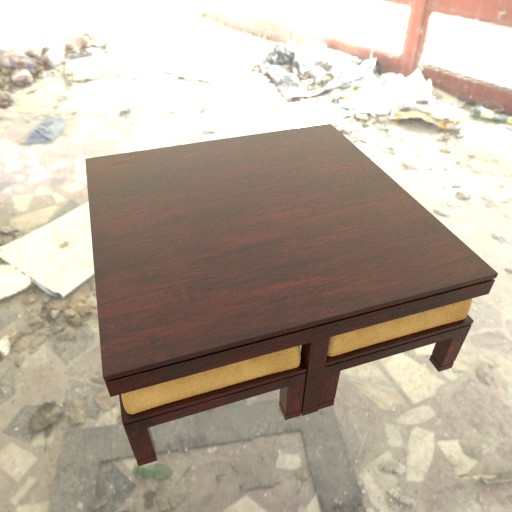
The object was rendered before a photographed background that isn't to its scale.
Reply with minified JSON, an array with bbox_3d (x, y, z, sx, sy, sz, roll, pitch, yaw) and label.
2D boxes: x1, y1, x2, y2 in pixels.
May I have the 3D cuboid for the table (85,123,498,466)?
[{"bbox_3d":[0.000,0.000,1.324,0.865,0.356,0.865,-12,41,-14],"label":"table"}]
